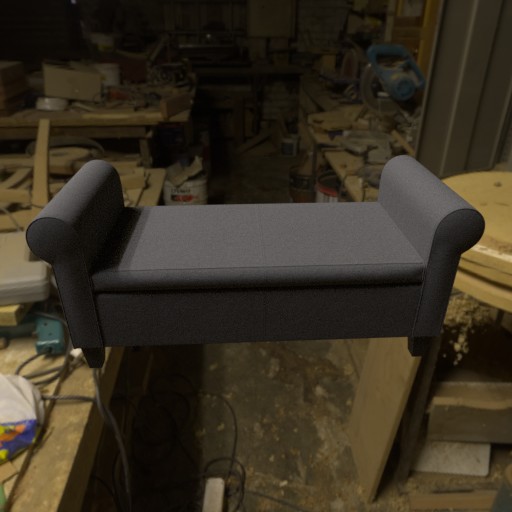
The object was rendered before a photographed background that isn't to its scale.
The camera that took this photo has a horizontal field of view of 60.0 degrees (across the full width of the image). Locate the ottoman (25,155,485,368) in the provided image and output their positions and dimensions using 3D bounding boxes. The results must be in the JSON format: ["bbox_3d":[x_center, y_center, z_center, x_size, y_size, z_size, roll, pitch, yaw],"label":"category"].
[{"bbox_3d":[0.000,0.000,1.527,1.256,0.547,0.521,-1,29,-3],"label":"ottoman"}]
